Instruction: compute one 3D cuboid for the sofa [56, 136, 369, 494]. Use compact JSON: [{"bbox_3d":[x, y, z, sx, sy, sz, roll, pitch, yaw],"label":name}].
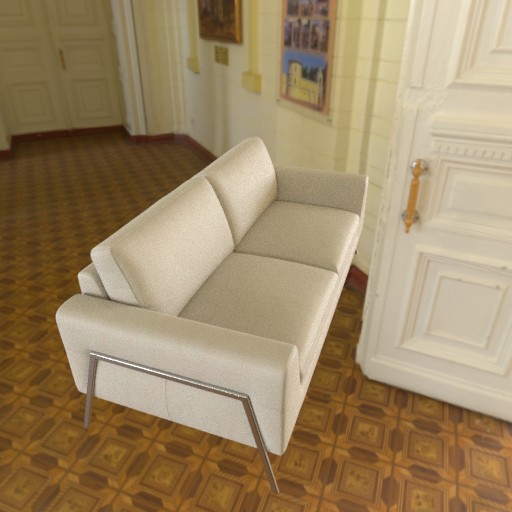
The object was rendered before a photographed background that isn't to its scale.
[{"bbox_3d":[0.000,0.000,2.469,0.953,0.875,2.017,10,32,17],"label":"sofa"}]
